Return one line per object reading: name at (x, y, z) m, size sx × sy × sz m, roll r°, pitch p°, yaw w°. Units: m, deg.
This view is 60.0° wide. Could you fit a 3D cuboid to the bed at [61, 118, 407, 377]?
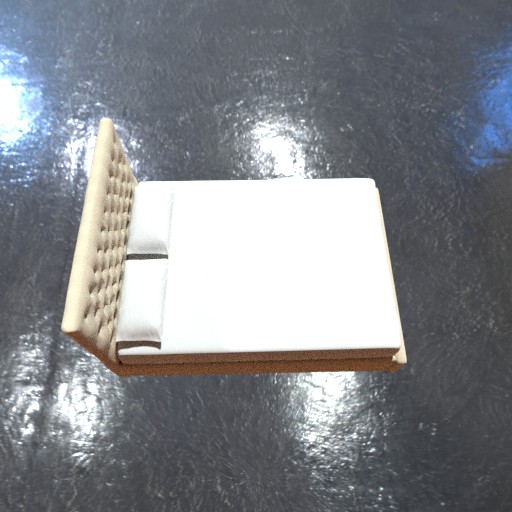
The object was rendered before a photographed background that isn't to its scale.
bed at (0.000, 0.000, 3.630) m, size 2.387 × 1.427 × 1.698 m, roll -1°, pitch 64°, yaw 0°
